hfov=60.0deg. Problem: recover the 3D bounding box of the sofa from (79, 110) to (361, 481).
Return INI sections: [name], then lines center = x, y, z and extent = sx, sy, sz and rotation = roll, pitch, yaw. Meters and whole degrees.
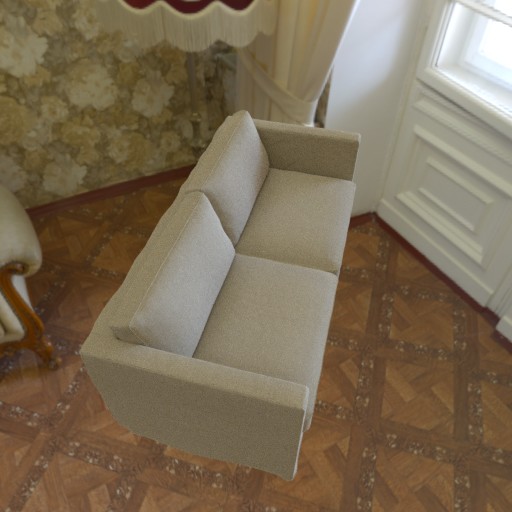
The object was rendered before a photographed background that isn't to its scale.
[sofa]
center = 0.000, 0.000, 2.524
extent = 0.956, 0.847, 1.987
rotation = 11, 47, 11
